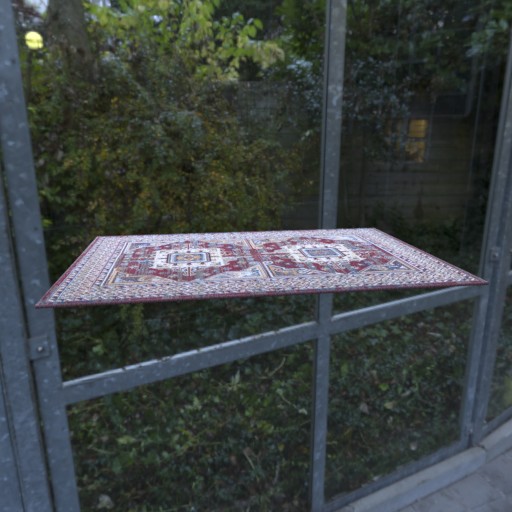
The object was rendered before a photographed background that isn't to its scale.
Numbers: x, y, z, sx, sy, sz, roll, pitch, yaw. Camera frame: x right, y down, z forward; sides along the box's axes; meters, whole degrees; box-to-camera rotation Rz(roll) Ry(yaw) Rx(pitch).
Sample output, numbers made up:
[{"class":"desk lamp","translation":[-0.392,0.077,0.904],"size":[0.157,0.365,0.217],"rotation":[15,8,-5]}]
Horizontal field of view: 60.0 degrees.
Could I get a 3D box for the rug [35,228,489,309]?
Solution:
[{"class":"rug","translation":[0.000,0.000,5.854],"size":[4.578,0.033,3.033],"rotation":[-2,15,-8]}]
